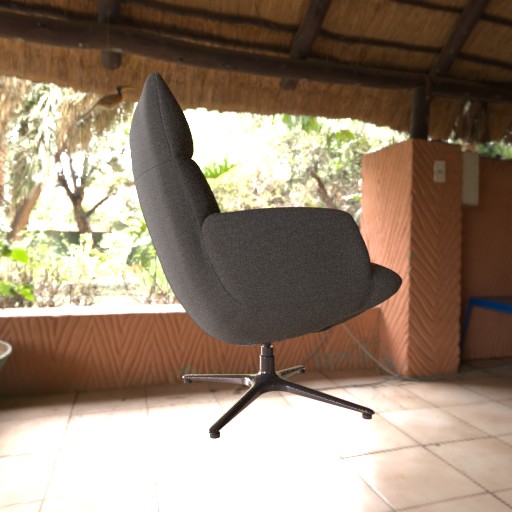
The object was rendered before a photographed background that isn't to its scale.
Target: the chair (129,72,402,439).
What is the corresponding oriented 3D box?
[{"bbox_3d":[0.000,0.000,1.517,0.831,0.984,0.702,0,1,-17],"label":"chair"}]
